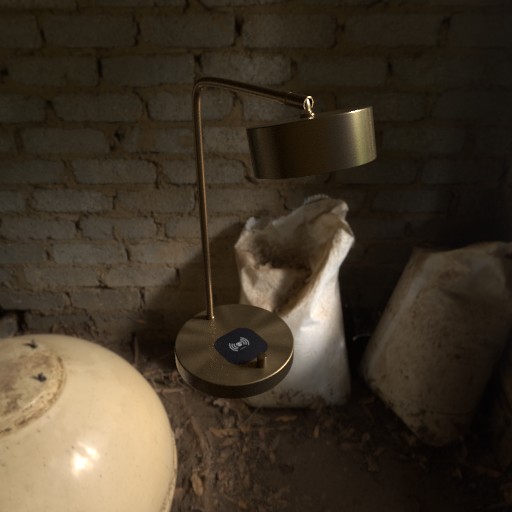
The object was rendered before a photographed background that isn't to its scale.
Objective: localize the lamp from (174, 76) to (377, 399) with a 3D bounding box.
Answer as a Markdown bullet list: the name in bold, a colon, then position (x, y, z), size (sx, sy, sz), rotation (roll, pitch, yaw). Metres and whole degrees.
- **lamp**: position (0.000, 0.000, 0.518), size (0.171, 0.380, 0.270), rotation (-22, 37, -32)
